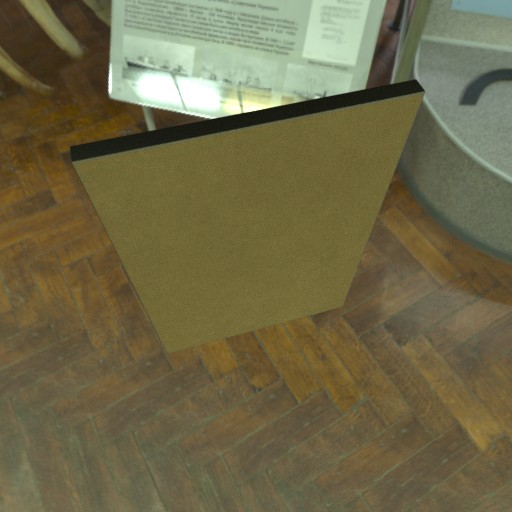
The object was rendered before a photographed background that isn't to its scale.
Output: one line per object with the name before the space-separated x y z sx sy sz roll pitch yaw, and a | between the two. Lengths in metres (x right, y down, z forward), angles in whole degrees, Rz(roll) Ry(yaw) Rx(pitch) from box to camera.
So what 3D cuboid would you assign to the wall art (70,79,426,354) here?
wall art | 0.000 0.000 0.577 0.314 0.455 0.019 -14 59 -8
